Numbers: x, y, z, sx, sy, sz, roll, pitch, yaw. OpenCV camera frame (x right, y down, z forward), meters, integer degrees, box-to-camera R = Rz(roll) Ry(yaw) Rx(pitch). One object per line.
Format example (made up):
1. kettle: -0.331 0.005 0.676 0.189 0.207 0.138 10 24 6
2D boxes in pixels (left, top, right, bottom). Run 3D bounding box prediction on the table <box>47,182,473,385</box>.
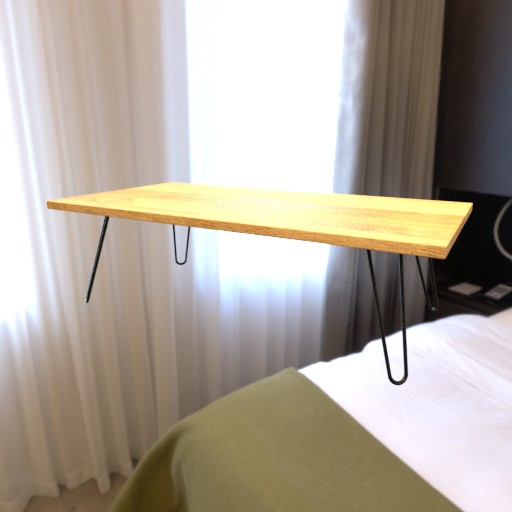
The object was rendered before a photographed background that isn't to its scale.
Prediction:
1. table: 0.000 0.000 1.630 1.348 0.400 0.699 9 18 28
